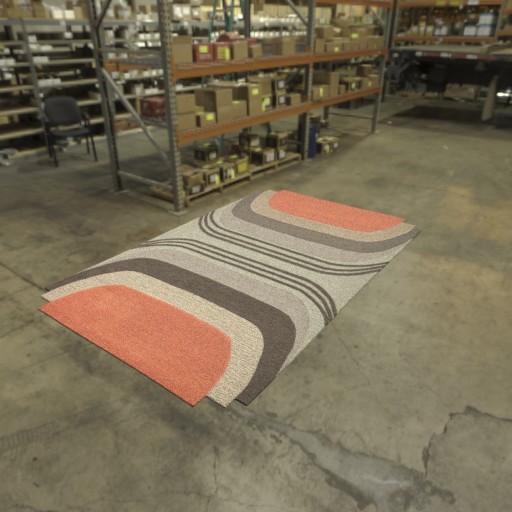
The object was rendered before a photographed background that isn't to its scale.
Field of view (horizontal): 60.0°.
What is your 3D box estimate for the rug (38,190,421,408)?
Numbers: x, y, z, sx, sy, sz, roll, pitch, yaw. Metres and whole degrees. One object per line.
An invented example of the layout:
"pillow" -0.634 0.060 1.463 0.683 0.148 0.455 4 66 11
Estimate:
"rug" 0.000 0.000 3.001 1.530 0.017 2.446 19 33 32
